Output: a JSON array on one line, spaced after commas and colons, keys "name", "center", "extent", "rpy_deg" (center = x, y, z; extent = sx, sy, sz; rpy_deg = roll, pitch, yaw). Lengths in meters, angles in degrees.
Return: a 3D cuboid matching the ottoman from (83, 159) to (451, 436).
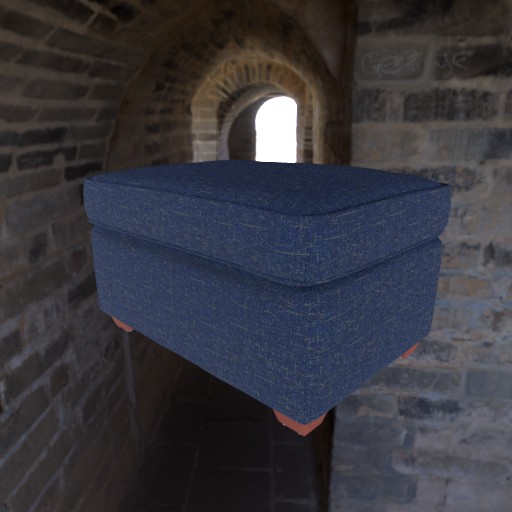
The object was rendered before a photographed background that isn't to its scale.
[{"name": "ottoman", "center": [0.000, 0.000, 1.096], "extent": [0.749, 0.450, 0.549], "rpy_deg": [15, 22, 42]}]
